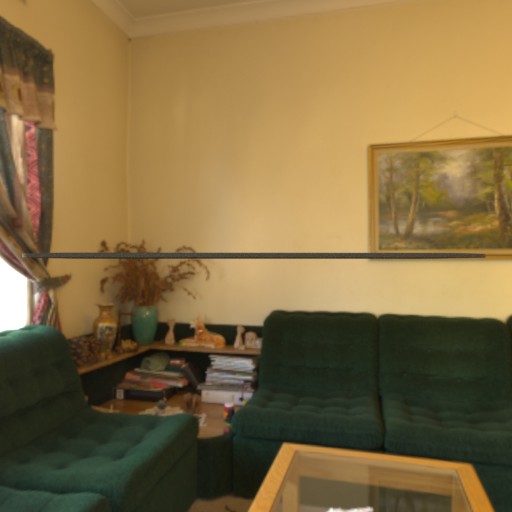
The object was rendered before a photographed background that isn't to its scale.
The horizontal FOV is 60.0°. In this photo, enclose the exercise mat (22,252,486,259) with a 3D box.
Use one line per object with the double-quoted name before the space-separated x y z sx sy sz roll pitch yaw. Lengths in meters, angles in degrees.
"exercise mat" 0.000 0.000 2.036 1.869 0.021 0.616 0 -1 -2
